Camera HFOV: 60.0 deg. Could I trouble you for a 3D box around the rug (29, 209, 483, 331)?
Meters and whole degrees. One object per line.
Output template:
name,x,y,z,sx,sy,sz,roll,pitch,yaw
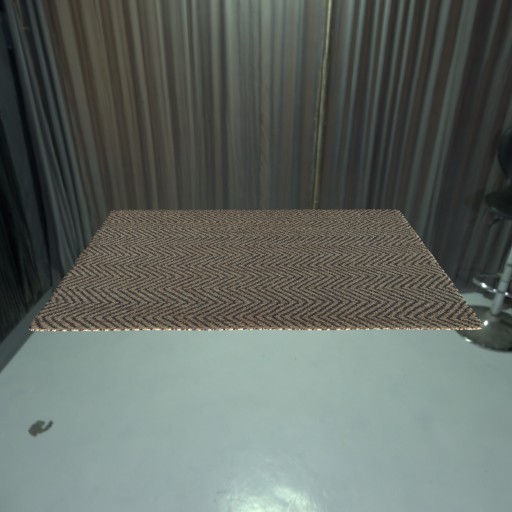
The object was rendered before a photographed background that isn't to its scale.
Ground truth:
rug,0.000,0.000,2.294,1.828,0.008,1.219,0,29,0
